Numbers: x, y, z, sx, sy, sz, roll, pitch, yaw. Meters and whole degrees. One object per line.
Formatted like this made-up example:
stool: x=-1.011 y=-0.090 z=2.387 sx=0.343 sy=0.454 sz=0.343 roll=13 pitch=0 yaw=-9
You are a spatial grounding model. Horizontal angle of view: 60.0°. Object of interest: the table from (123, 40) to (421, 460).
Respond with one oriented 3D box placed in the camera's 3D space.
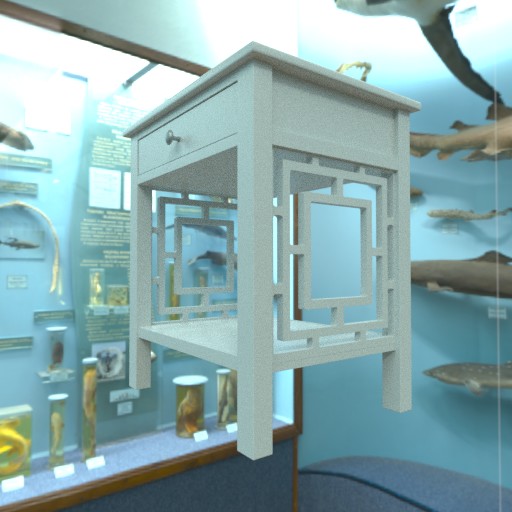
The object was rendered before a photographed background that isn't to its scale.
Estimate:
table: x=0.000 y=0.000 z=1.022 sx=0.451 sy=0.646 sz=0.564 roll=1 pitch=-2 yaw=-36
